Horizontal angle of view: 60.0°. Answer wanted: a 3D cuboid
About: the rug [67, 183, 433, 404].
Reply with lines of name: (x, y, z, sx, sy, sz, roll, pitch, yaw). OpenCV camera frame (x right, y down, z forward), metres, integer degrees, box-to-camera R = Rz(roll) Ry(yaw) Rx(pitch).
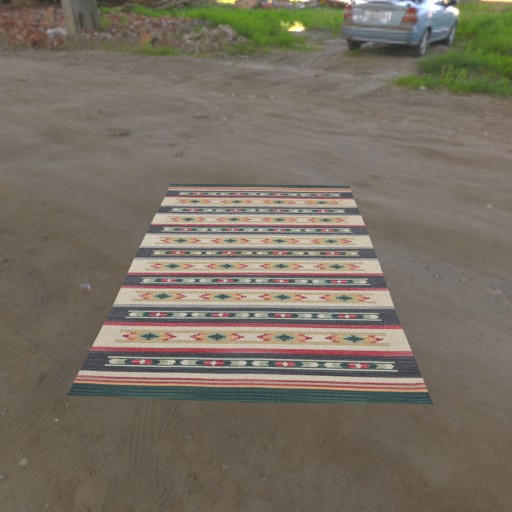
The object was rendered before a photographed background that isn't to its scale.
rug: (0.000, 0.000, 2.241, 1.221, 0.009, 1.825, 1, 32, 1)
